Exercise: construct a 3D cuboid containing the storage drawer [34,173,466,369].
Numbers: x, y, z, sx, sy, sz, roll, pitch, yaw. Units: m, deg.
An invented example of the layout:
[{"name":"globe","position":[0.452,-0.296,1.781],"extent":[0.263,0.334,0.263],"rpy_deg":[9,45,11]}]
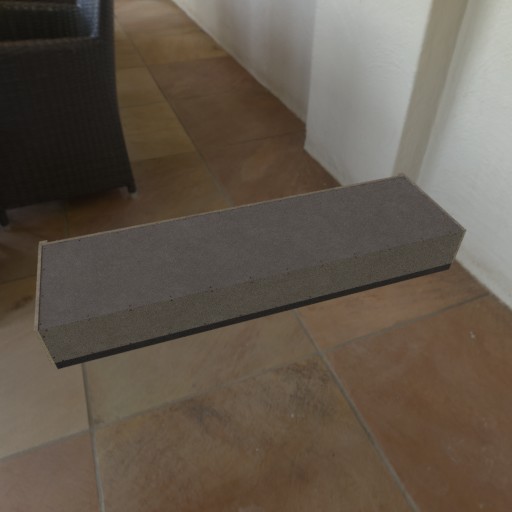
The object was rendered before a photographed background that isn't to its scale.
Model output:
[{"name":"storage drawer","position":[0.000,0.000,2.322],"extent":[2.072,0.274,0.591],"rpy_deg":[-12,43,-14]}]
